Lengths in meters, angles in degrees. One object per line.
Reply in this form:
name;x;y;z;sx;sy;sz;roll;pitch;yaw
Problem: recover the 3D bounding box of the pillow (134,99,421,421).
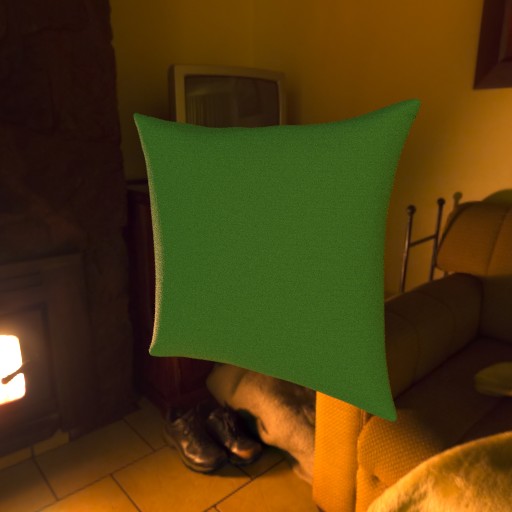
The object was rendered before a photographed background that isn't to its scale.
pillow;0.000;0.000;0.771;0.514;0.497;0.150;8;16;27
